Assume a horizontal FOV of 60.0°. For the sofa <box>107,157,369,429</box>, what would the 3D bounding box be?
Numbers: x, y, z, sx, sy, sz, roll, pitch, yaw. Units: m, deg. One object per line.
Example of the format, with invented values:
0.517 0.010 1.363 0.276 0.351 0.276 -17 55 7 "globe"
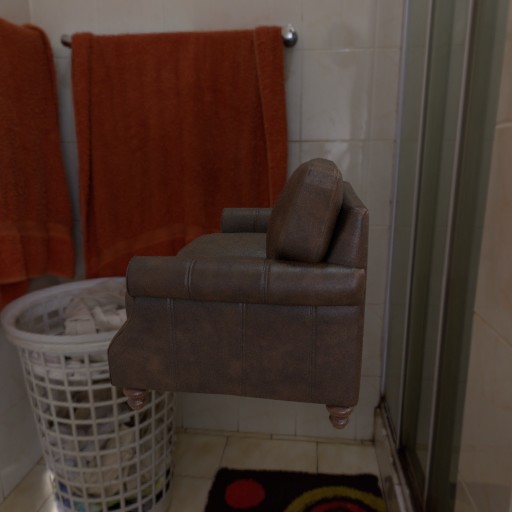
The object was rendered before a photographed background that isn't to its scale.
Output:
0.000 0.000 2.270 0.990 0.976 1.616 2 13 9 "sofa"
